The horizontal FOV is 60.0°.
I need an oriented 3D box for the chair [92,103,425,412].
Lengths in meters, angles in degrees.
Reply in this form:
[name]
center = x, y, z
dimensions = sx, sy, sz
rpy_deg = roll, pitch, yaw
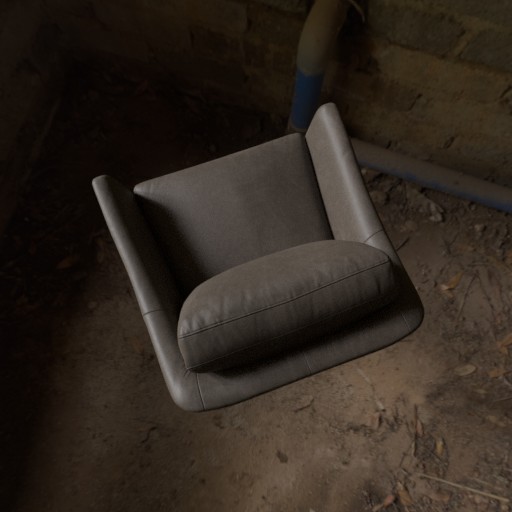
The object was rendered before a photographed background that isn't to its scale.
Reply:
[chair]
center = 0.000, 0.000, 1.723
dimensions = 0.988, 0.901, 0.961
rpy_deg = -19, 76, -5
